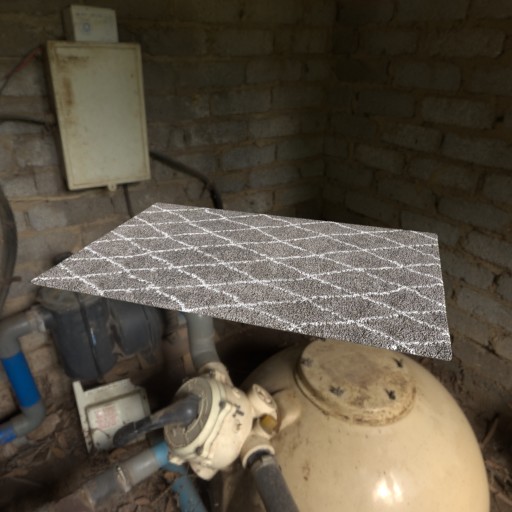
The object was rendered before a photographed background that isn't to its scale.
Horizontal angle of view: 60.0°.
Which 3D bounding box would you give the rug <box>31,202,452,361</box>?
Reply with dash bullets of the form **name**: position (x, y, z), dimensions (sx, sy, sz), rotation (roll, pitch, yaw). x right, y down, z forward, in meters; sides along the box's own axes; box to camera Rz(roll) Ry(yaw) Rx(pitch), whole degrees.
- **rug**: position (0.000, 0.000, 3.475), dimensions (2.743, 0.030, 1.778), rotation (8, 27, 16)
